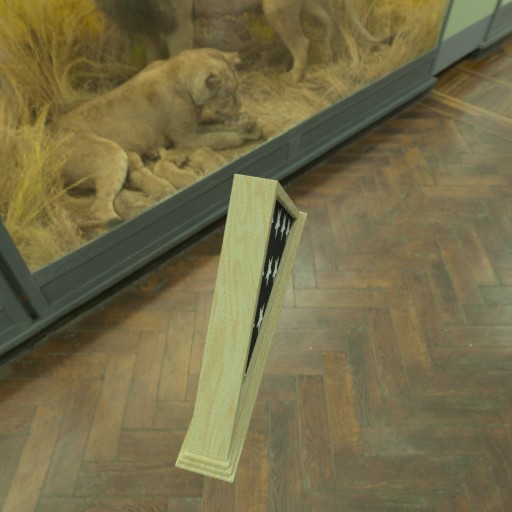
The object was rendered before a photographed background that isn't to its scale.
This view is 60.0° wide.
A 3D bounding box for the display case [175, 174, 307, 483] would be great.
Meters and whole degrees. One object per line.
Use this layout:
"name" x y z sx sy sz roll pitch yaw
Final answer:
"display case" 0.000 0.000 0.779 0.095 0.340 0.640 11 48 10
